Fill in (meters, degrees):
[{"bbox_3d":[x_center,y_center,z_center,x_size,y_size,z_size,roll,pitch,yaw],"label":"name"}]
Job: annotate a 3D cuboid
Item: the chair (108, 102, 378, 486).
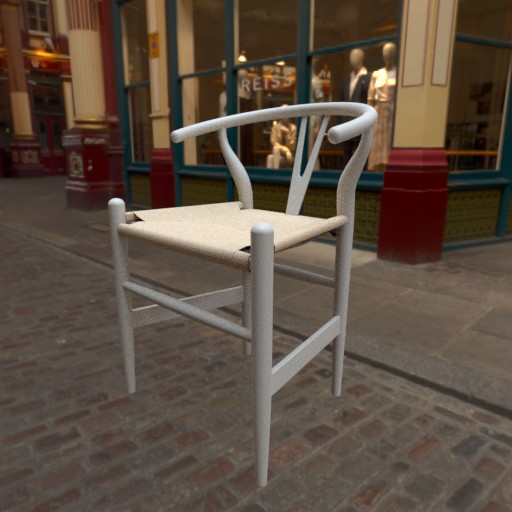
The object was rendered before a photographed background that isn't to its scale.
[{"bbox_3d":[0.000,0.000,1.084,0.533,0.736,0.500,14,20,42],"label":"chair"}]
